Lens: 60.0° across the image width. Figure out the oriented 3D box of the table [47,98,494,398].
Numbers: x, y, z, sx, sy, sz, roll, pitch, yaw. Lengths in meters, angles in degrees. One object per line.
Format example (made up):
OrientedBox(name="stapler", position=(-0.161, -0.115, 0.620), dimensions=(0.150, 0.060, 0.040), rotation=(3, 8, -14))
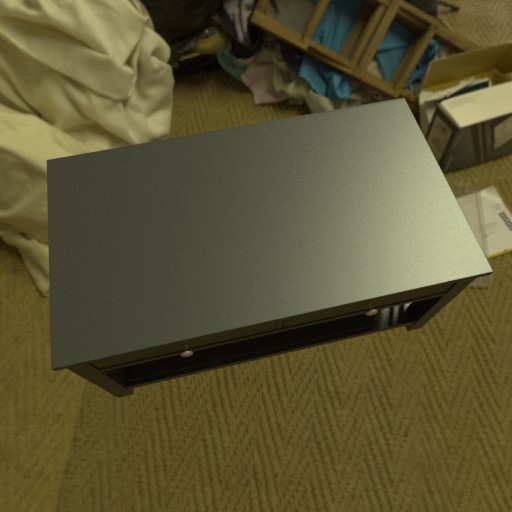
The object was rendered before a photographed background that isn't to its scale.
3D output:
OrientedBox(name="table", position=(0.000, 0.000, 1.386), dimensions=(1.068, 0.493, 0.612), rotation=(-12, 64, -6))
